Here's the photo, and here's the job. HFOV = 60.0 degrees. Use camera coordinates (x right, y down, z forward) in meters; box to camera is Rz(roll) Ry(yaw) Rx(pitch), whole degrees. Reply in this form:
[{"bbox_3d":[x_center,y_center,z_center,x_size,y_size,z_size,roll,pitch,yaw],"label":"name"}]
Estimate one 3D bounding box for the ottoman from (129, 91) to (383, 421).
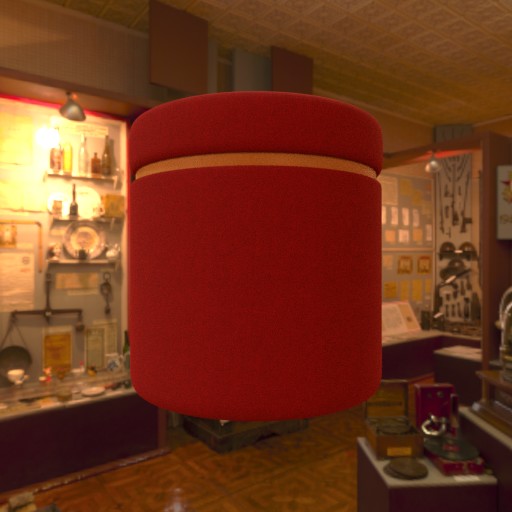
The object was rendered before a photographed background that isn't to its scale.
[{"bbox_3d":[0.000,0.000,0.725,0.400,0.406,0.400,0,0,0],"label":"ottoman"}]
